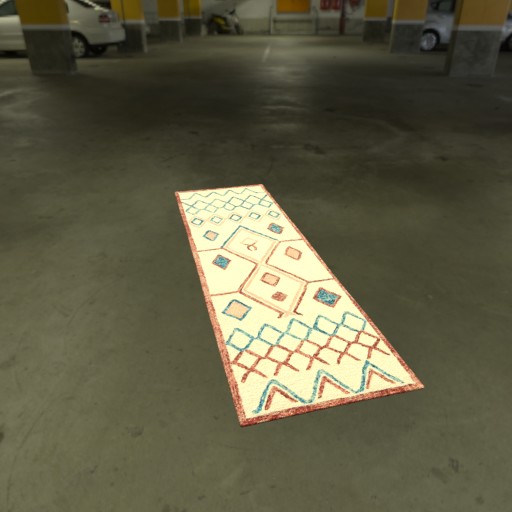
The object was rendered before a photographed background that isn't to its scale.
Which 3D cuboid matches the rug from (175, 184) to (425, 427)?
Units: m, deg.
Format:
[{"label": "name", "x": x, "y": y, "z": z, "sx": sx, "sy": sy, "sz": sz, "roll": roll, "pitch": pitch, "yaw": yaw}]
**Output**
[{"label": "rug", "x": 0.000, "y": 0.000, "z": 2.704, "sx": 0.750, "sy": 0.011, "sz": 2.435, "roll": -7, "pitch": 30, "yaw": -13}]
